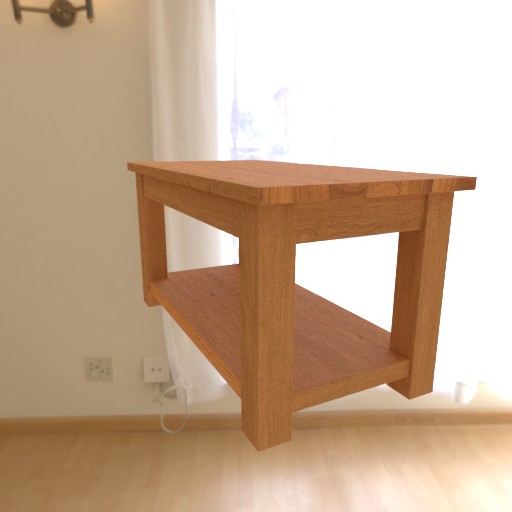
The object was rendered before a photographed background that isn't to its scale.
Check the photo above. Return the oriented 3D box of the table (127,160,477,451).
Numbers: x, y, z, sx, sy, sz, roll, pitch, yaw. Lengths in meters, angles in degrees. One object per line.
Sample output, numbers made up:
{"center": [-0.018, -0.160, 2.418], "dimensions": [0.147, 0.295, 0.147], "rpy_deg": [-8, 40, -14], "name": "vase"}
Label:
{"center": [0.000, 0.000, 1.153], "dimensions": [0.450, 0.452, 0.899], "rpy_deg": [-7, 16, -26], "name": "table"}
